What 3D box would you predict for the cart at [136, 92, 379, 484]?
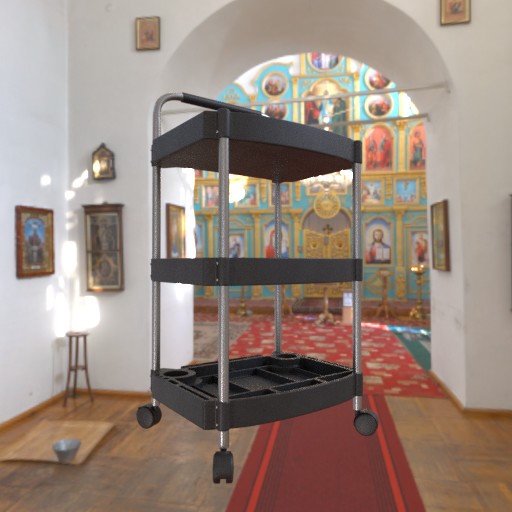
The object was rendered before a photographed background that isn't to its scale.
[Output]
[{"bbox_3d":[0.000,0.000,1.377,0.584,1.075,0.518,1,-1,-36],"label":"cart"}]
